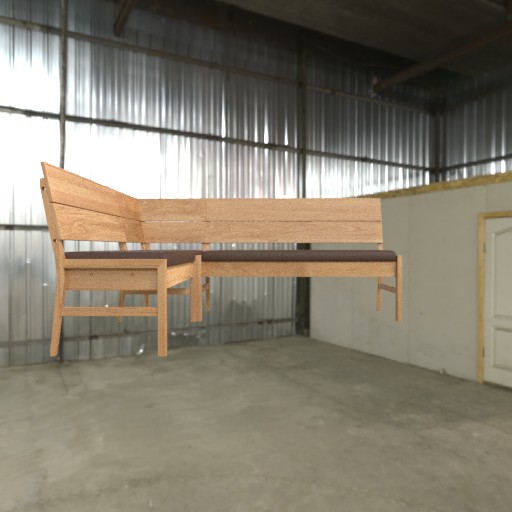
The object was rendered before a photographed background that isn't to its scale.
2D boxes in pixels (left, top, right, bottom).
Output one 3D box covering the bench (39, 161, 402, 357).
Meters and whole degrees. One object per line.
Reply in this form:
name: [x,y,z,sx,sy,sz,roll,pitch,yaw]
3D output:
bench: [0.000,0.000,2.789,1.975,0.890,1.549,0,1,0]
